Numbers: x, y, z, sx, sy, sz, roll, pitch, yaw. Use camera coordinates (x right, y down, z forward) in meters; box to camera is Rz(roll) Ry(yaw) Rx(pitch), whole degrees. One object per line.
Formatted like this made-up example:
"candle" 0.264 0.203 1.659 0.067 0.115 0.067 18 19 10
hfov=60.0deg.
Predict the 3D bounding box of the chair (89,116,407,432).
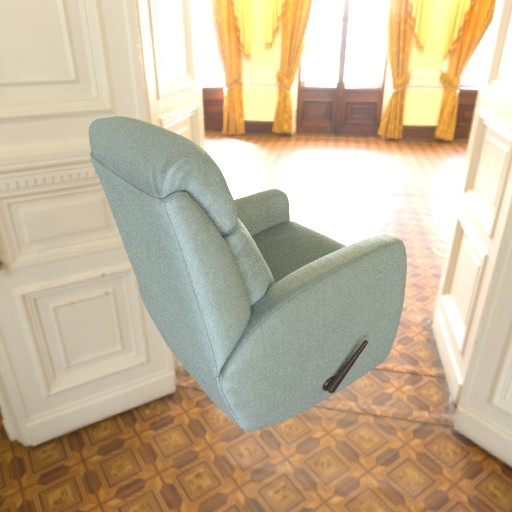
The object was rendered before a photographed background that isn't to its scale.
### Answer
"chair" 0.000 0.000 1.643 0.940 1.013 0.812 -17 31 -31
